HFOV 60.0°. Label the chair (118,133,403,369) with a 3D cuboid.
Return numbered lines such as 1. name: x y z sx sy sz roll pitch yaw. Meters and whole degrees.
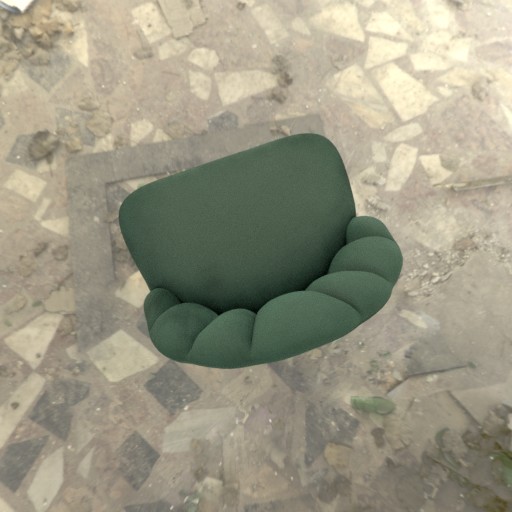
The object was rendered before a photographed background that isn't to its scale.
1. chair: 0.000 0.000 1.250 0.657 0.819 0.599 -20 76 -5
